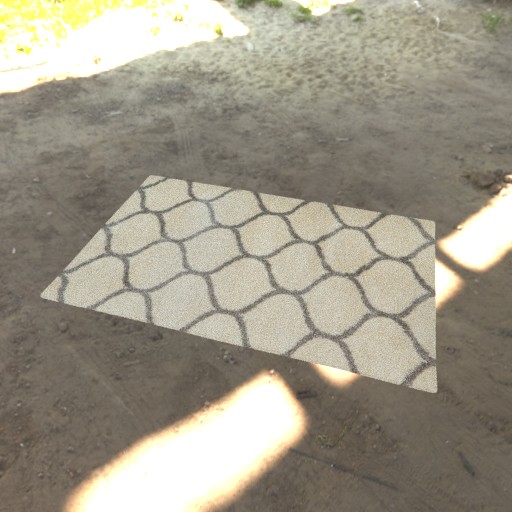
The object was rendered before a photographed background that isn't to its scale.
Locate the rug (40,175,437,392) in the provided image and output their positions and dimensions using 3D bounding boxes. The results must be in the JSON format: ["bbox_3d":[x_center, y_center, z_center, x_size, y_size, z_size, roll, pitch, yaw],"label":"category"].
[{"bbox_3d":[0.000,0.000,3.026,2.348,0.024,1.501,11,42,12],"label":"rug"}]
